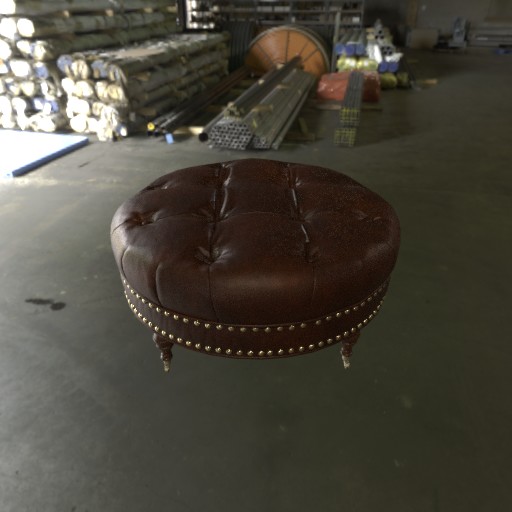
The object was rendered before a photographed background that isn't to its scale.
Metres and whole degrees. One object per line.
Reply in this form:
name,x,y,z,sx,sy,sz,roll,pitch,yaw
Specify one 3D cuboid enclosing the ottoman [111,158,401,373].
ottoman,0.000,0.000,1.452,0.901,0.455,0.901,0,30,0
